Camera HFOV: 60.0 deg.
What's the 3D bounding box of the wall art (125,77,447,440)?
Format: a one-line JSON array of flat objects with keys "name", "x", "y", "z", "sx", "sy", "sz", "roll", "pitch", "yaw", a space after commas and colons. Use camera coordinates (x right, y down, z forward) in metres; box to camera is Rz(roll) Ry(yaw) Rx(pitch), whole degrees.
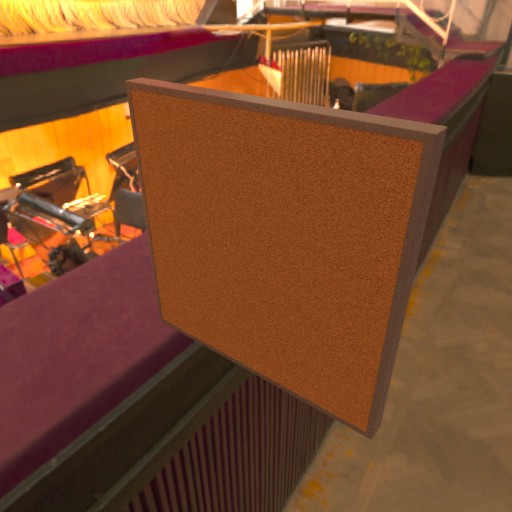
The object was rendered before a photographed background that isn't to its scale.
[{"name": "wall art", "x": 0.000, "y": 0.000, "z": 0.510, "sx": 0.349, "sy": 0.349, "sz": 0.028, "roll": 21, "pitch": 37, "yaw": 31}]
